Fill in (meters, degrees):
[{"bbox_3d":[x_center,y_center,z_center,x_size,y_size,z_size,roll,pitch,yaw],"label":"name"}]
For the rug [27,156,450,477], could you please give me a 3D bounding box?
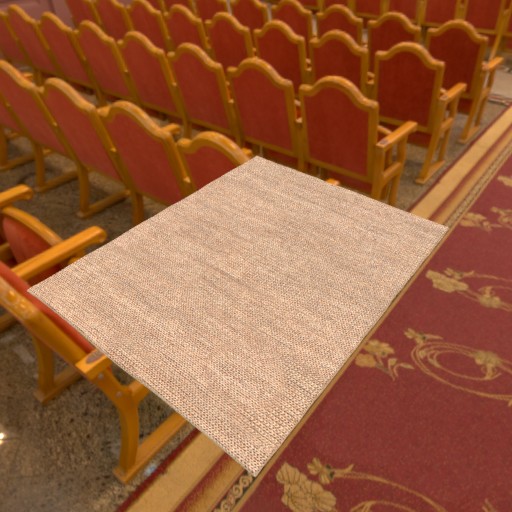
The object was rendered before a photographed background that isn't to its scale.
[{"bbox_3d":[0.000,0.000,4.002,2.429,0.030,3.052,27,47,29],"label":"rug"}]
